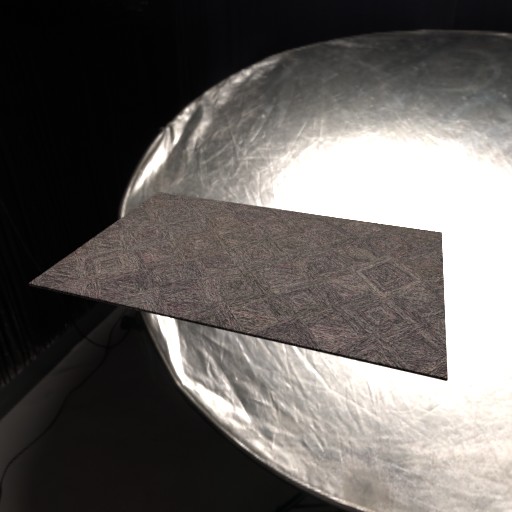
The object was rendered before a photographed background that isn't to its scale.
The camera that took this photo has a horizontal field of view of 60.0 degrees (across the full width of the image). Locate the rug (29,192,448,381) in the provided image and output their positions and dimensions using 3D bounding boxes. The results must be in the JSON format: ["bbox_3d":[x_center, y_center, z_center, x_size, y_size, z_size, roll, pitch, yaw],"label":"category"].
[{"bbox_3d":[0.000,0.000,2.878,2.298,0.017,1.501,10,32,16],"label":"rug"}]
